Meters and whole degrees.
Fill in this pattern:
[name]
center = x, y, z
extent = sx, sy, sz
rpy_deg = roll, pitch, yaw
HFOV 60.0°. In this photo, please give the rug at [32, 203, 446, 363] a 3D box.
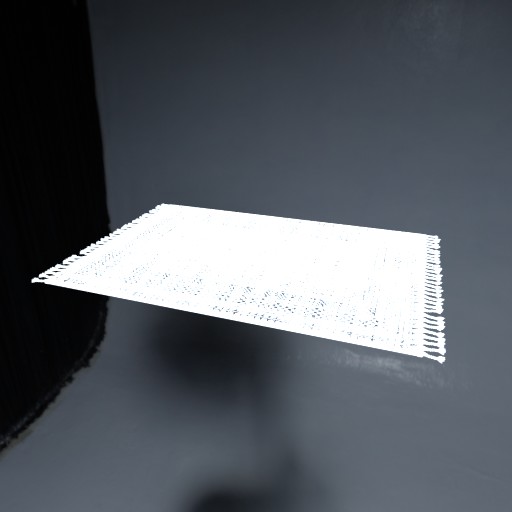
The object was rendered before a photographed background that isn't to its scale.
[rug]
center = 0.000, 0.000, 2.364
extent = 1.872, 0.013, 1.243
rpy_deg = 8, 26, 17
